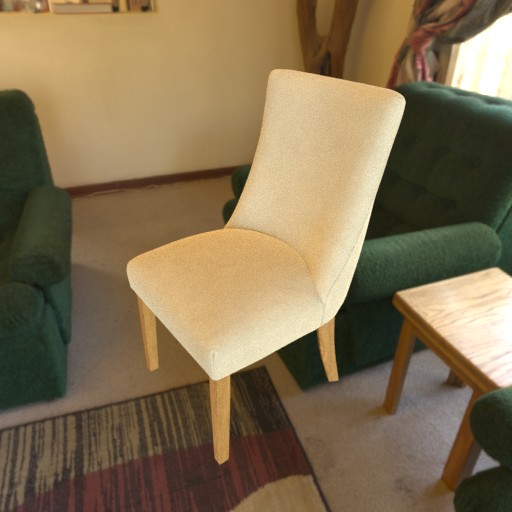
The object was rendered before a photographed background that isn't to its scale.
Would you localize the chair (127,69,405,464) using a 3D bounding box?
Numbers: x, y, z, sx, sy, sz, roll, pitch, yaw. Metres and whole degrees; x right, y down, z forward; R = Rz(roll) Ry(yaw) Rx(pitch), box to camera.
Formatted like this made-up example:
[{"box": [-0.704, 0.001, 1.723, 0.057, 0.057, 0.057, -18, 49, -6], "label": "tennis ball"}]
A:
[{"box": [0.000, 0.000, 1.266, 0.610, 0.902, 0.495, -21, 37, -31], "label": "chair"}]
